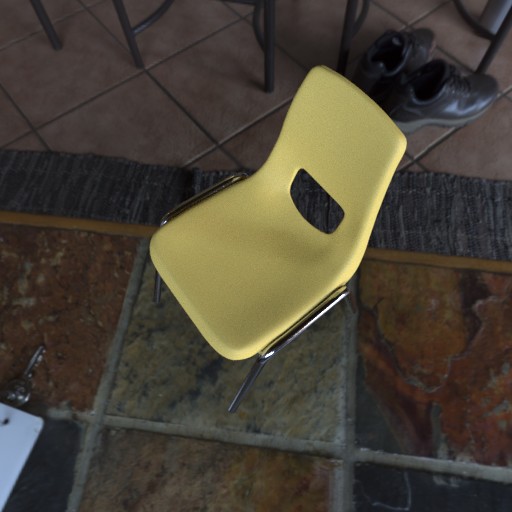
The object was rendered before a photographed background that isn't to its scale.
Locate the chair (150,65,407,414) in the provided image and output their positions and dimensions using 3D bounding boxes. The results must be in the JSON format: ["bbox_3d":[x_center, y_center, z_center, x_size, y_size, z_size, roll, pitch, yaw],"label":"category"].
[{"bbox_3d":[0.000,0.000,0.933,0.436,0.653,0.381,-34,69,-15],"label":"chair"}]
